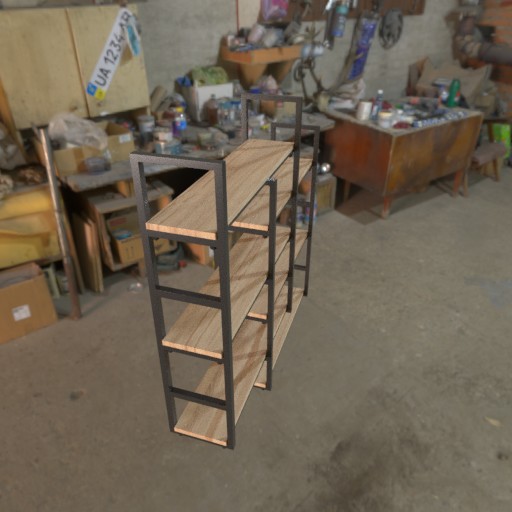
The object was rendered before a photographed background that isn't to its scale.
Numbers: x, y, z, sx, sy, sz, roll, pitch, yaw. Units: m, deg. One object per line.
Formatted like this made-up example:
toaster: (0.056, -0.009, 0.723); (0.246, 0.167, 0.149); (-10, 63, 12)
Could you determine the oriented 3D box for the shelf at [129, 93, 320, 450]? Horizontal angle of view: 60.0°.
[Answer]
shelf: (0.000, 0.000, 1.401); (0.183, 0.921, 0.946); (9, 32, 16)
